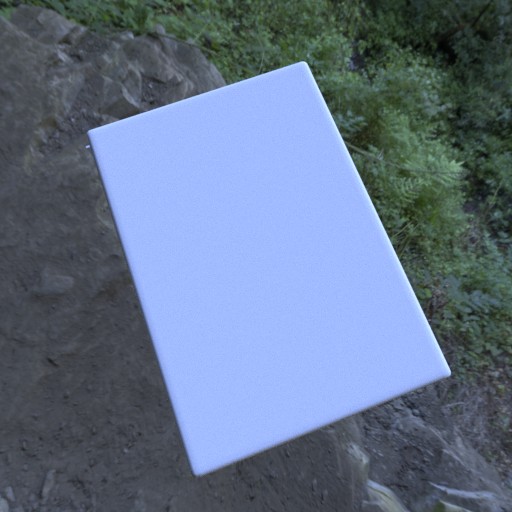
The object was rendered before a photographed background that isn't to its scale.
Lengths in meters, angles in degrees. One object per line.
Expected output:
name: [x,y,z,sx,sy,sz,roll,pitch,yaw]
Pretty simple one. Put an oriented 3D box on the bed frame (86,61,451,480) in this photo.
bed frame: [0.000,0.000,2.550,1.445,0.497,1.945,-20,76,-5]
